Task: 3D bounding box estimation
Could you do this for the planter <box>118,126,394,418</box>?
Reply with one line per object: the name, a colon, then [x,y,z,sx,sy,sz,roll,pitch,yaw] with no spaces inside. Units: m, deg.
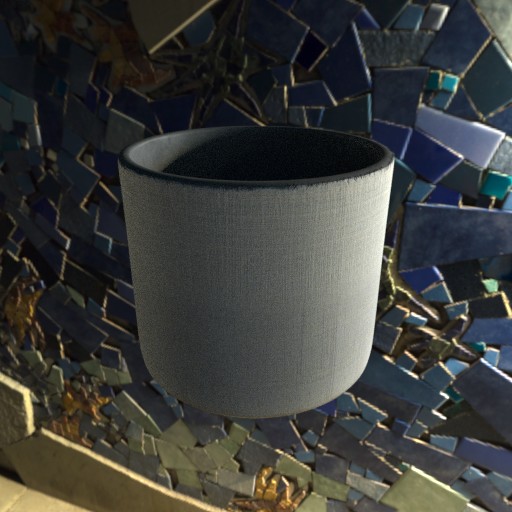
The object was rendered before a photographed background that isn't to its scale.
planter: [0.000,0.000,0.410,0.226,0.201,0.226,0,25,0]
